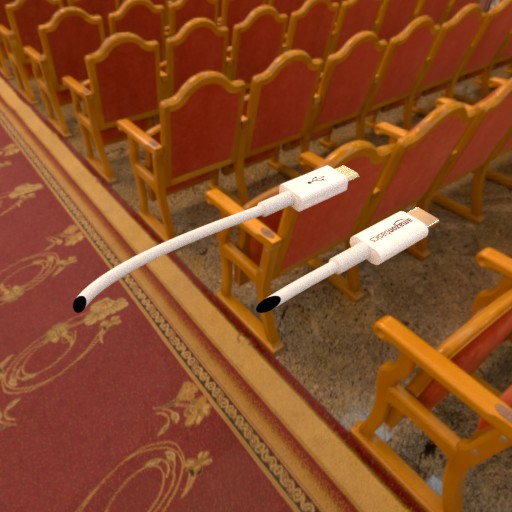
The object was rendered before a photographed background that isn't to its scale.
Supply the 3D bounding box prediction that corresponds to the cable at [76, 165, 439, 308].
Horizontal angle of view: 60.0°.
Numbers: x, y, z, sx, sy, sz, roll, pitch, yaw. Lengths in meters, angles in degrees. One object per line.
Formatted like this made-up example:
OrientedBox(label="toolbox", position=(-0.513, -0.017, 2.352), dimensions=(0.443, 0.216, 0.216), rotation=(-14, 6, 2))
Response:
OrientedBox(label="cable", position=(0.000, 0.000, 0.112), dimensions=(0.098, 0.006, 0.040), rotation=(-26, 48, -27))
